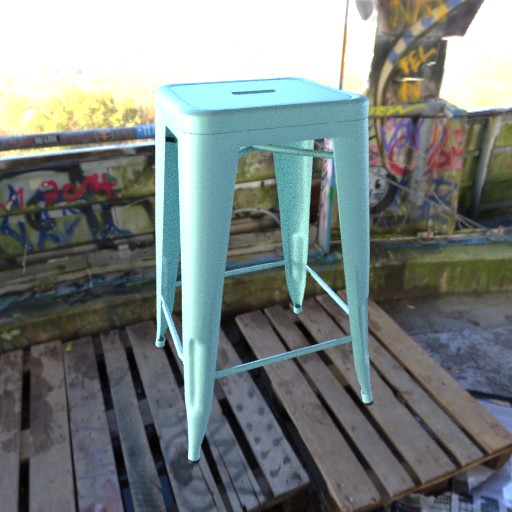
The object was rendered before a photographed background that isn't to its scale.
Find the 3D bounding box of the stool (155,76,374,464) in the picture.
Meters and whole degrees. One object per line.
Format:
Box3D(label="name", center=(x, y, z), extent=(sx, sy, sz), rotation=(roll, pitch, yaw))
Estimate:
Box3D(label="stool", center=(0.000, 0.000, 0.859), extent=(0.399, 0.609, 0.359), rotation=(-11, 31, -19))
